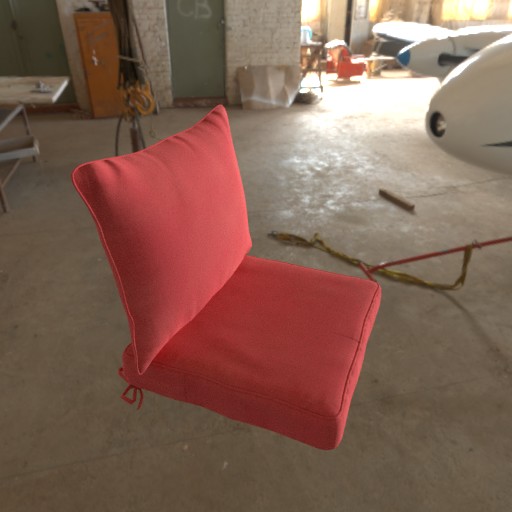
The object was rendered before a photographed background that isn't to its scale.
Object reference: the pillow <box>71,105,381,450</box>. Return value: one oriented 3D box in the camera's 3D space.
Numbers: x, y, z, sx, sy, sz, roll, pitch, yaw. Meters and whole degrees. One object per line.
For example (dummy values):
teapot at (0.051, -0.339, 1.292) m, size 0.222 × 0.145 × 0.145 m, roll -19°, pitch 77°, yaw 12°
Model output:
pillow at (0.000, 0.000, 1.359) m, size 0.733 × 0.725 × 0.798 m, roll 12°, pitch 32°, yaw 19°
